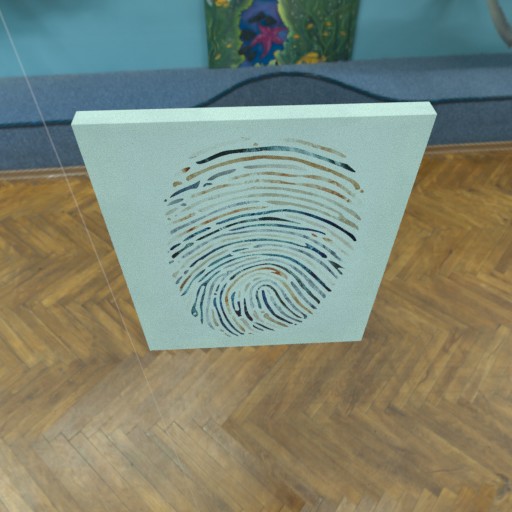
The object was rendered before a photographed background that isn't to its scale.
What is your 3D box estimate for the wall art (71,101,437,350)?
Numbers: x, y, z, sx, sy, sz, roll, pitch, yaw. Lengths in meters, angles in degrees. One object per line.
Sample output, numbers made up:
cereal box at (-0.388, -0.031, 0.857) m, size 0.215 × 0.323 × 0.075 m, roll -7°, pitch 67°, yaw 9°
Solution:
wall art at (0.000, 0.000, 0.851) m, size 0.508 × 0.606 × 0.037 m, roll -2°, pitch 48°, yaw -2°
